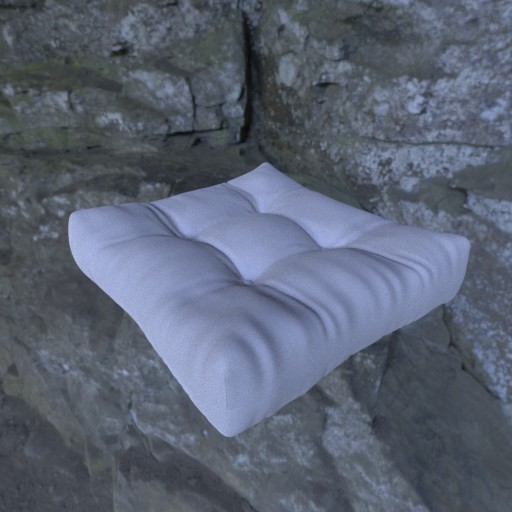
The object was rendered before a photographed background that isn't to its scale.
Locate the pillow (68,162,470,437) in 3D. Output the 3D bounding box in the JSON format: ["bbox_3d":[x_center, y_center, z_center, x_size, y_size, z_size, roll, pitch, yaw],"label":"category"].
[{"bbox_3d":[0.000,0.000,0.722,0.468,0.128,0.490,-21,35,-33],"label":"pillow"}]
